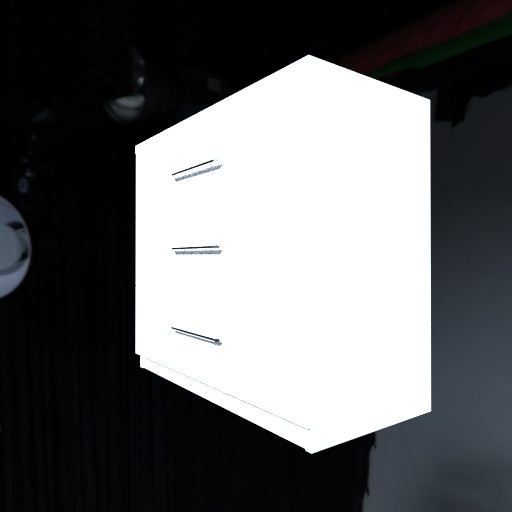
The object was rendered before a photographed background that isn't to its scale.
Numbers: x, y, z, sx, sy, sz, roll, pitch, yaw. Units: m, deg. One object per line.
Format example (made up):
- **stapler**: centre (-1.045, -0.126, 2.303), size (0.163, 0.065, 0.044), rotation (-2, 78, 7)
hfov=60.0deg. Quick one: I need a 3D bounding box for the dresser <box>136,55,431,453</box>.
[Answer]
- **dresser**: centre (0.000, 0.000, 1.263), size (0.420, 0.740, 0.830), rotation (0, -1, -36)
